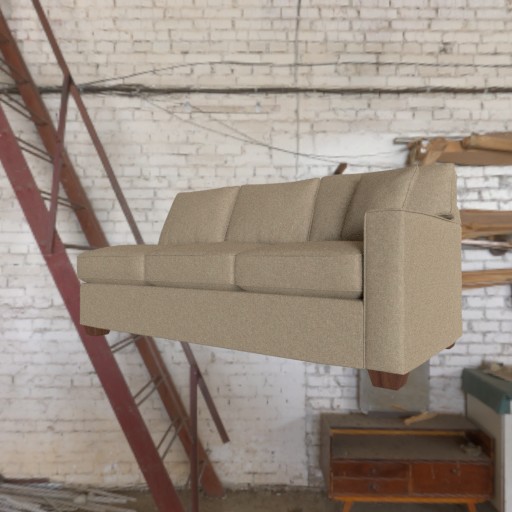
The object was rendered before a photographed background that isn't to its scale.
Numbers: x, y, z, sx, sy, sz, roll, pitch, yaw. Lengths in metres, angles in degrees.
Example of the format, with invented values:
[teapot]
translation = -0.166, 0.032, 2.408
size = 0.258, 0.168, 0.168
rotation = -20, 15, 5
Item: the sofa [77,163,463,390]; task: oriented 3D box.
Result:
[sofa]
translation = 0.000, 0.000, 2.482
size = 1.963, 0.946, 1.034
rotation = 0, 0, 36
